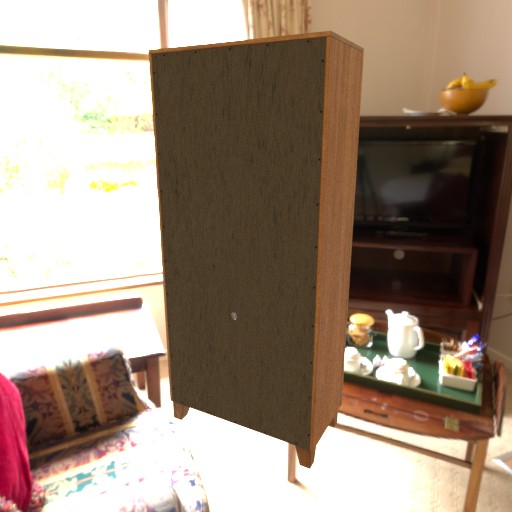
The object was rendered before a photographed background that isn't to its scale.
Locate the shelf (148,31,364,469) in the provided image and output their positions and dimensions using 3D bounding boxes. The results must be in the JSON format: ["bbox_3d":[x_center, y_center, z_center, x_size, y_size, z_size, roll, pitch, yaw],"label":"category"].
[{"bbox_3d":[0.000,0.000,2.259,0.864,1.930,0.453,9,18,27],"label":"shelf"}]
